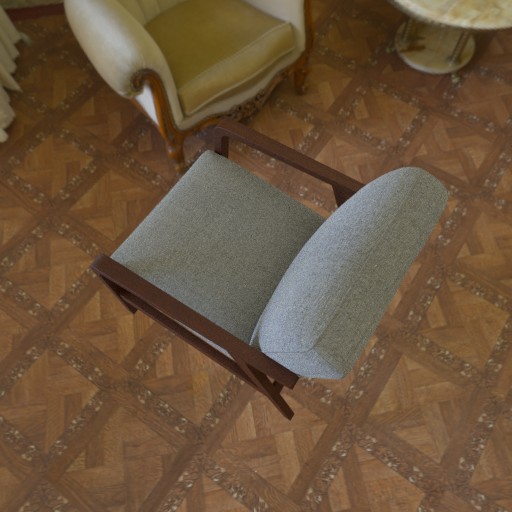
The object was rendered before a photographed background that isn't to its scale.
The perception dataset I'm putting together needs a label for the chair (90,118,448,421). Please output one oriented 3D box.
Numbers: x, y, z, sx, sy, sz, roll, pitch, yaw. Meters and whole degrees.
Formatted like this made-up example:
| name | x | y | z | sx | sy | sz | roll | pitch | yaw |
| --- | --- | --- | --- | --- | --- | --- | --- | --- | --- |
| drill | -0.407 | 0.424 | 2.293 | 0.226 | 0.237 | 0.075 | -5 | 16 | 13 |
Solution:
| name | x | y | z | sx | sy | sz | roll | pitch | yaw |
| --- | --- | --- | --- | --- | --- | --- | --- | --- | --- |
| chair | 0.000 | 0.000 | 1.487 | 0.858 | 0.847 | 0.704 | 31 | 68 | 14 |
